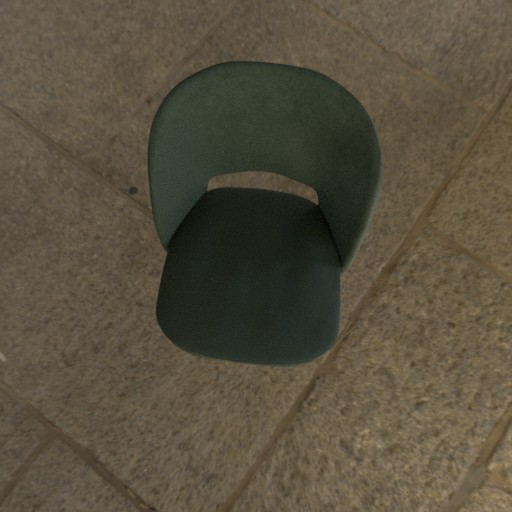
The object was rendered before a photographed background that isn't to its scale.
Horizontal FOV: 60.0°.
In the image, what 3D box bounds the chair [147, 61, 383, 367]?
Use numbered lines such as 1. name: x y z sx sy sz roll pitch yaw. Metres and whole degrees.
1. chair: 0.000 0.000 1.214 0.527 0.860 0.577 7 76 2
